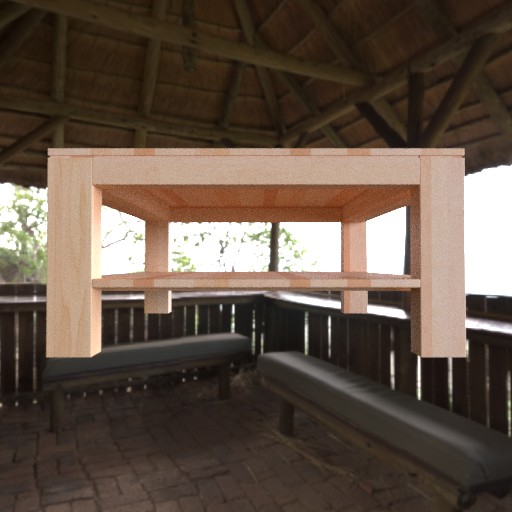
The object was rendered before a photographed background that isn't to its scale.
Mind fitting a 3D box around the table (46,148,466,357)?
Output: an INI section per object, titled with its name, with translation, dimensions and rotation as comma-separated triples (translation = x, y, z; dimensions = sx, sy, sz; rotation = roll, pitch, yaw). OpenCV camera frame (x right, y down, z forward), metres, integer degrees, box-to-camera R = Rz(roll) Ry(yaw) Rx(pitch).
[table]
translation = 0.000, 0.000, 1.403
dimensions = 0.900, 0.450, 0.900
rotation = 0, -1, 0
